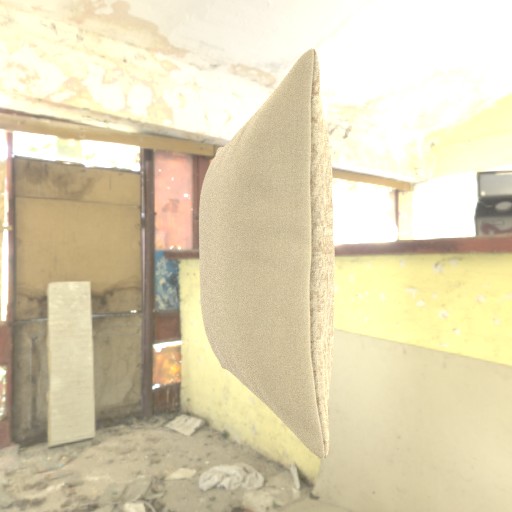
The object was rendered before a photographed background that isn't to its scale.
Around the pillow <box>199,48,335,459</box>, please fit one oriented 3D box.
[{"bbox_3d":[0.000,0.000,0.785,0.166,0.510,0.523,0,-1,-17],"label":"pillow"}]
